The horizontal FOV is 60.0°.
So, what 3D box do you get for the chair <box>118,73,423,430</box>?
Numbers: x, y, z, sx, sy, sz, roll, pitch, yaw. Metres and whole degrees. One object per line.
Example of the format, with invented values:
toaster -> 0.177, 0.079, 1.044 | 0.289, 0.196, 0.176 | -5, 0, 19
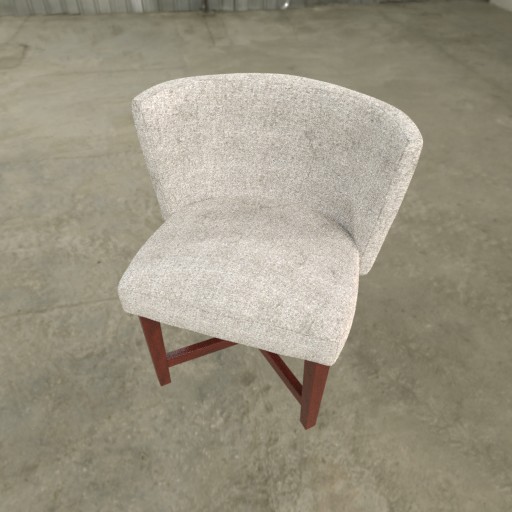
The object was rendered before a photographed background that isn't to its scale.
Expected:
chair -> 0.000, 0.000, 1.258 | 0.728, 0.827, 0.575 | 12, 44, 13
